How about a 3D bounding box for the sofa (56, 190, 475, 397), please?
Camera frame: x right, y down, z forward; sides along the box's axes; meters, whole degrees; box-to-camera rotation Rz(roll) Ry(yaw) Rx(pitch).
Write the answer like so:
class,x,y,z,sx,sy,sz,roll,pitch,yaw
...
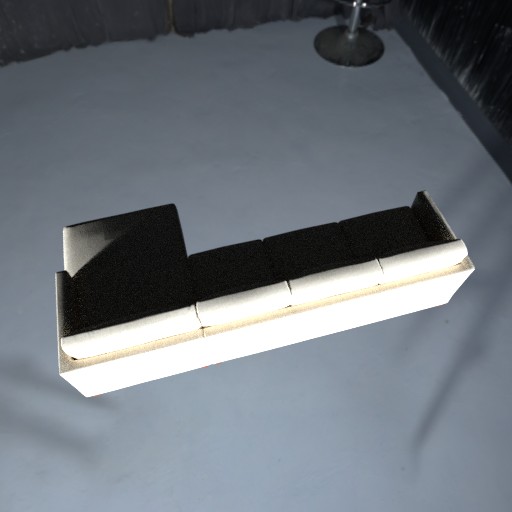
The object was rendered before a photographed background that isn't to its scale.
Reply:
class,x,y,z,sx,sy,sz,roll,pitch,yaw
sofa,0.000,0.000,4.143,3.471,0.954,1.603,-13,59,-8
